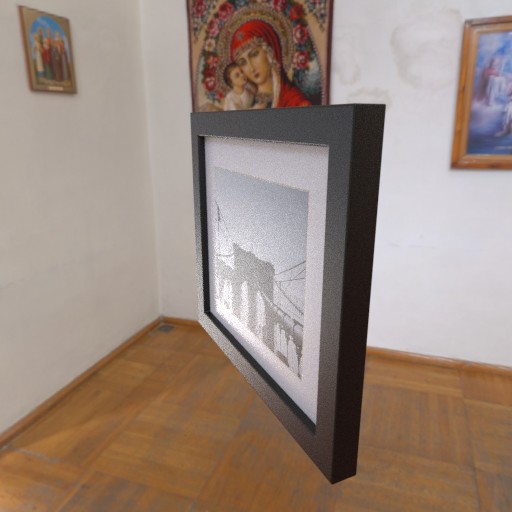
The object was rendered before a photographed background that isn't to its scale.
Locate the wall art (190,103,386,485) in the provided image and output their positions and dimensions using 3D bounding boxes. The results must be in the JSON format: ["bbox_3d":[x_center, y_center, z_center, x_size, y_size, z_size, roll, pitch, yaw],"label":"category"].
[{"bbox_3d":[0.000,0.000,0.527,0.028,0.330,0.380,-8,19,-24],"label":"wall art"}]
